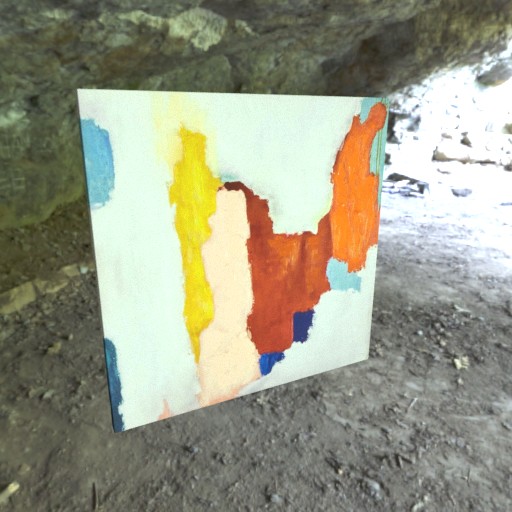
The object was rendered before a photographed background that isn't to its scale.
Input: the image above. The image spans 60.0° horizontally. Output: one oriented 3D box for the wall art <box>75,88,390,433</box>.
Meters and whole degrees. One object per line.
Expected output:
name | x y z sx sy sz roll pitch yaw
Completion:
wall art | 0.000 0.000 1.482 1.017 1.017 0.044 -8 19 -25
